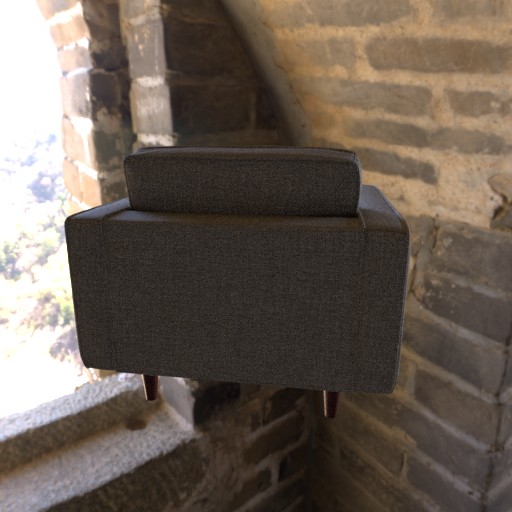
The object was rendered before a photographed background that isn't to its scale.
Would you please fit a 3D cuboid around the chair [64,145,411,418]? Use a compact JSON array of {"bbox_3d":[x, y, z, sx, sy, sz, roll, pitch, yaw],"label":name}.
[{"bbox_3d":[0.000,0.000,1.548,0.889,0.765,0.914,3,16,9],"label":"chair"}]
